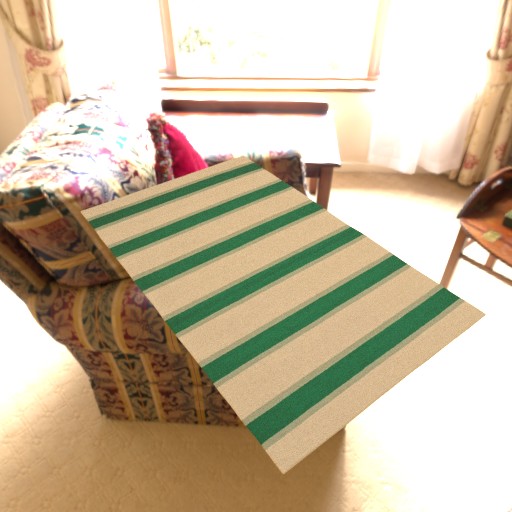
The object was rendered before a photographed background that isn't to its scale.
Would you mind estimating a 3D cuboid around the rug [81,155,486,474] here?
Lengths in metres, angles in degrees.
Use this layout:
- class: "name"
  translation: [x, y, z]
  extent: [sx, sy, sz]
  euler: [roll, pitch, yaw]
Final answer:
- class: "rug"
  translation: [0.000, 0.000, 2.968]
  extent: [1.521, 0.015, 2.436]
  euler: [-26, 46, -27]
